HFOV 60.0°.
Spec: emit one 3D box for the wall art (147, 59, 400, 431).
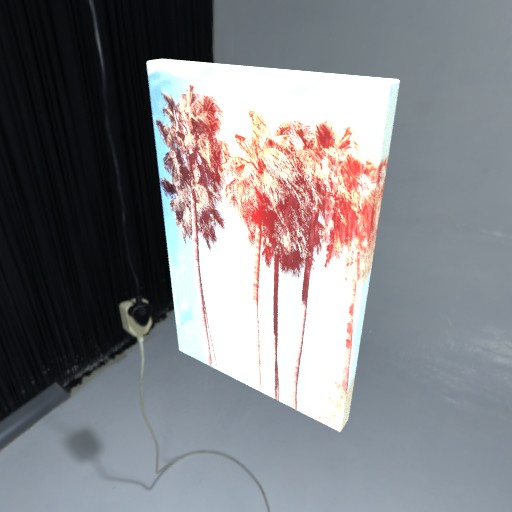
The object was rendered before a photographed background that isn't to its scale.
[{"bbox_3d":[0.000,0.000,0.778,0.401,0.610,0.038,18,35,29],"label":"wall art"}]
